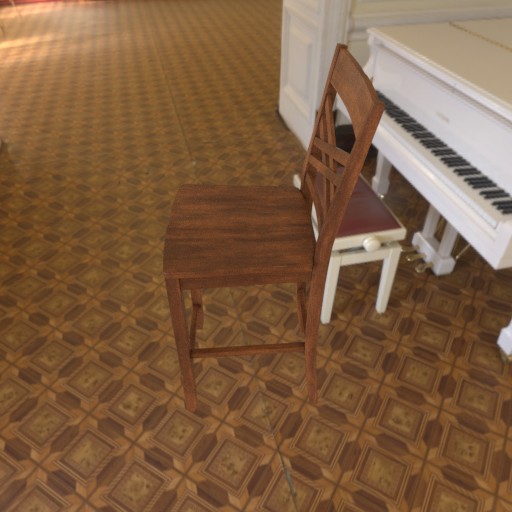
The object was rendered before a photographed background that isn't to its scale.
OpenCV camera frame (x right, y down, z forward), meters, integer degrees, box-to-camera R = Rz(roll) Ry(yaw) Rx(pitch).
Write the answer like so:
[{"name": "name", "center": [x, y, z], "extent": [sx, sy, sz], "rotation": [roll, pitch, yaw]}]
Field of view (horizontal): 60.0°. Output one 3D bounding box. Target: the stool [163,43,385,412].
[{"name": "stool", "center": [0.000, 0.000, 1.350], "extent": [0.504, 1.098, 0.426], "rotation": [-1, 40, -1]}]
